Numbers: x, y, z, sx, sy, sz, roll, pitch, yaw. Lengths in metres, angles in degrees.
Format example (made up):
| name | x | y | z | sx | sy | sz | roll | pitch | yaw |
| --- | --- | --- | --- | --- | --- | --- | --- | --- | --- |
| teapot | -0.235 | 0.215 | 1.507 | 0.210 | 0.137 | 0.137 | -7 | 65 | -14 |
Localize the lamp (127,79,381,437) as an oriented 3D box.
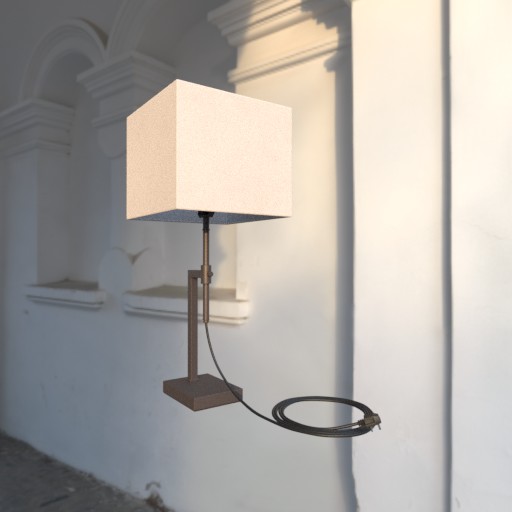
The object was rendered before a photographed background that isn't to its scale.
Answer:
| name | x | y | z | sx | sy | sz | roll | pitch | yaw |
| --- | --- | --- | --- | --- | --- | --- | --- | --- | --- |
| lamp | 0.000 | 0.000 | 0.962 | 0.399 | 0.660 | 0.504 | 0 | 0 | -35 |
